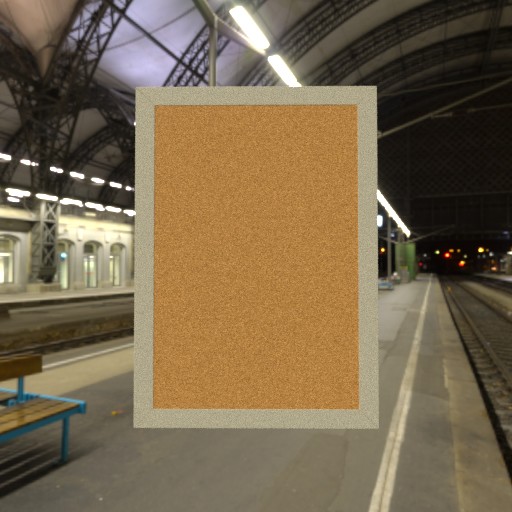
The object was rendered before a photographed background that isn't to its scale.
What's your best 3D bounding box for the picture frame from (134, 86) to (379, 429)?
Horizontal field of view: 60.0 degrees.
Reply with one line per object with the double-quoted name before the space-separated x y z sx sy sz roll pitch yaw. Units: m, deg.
"picture frame" 0.000 0.000 0.600 0.326 0.459 0.011 0 -1 1
